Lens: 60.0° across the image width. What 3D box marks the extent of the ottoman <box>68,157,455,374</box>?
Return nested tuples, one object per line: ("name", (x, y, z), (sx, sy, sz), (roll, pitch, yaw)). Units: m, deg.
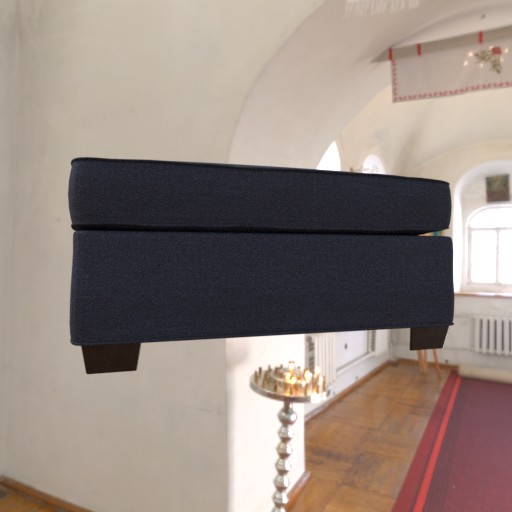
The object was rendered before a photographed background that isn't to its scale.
("ottoman", (0.000, 0.000, 1.182), (0.895, 0.453, 0.505), (0, 0, -17))
